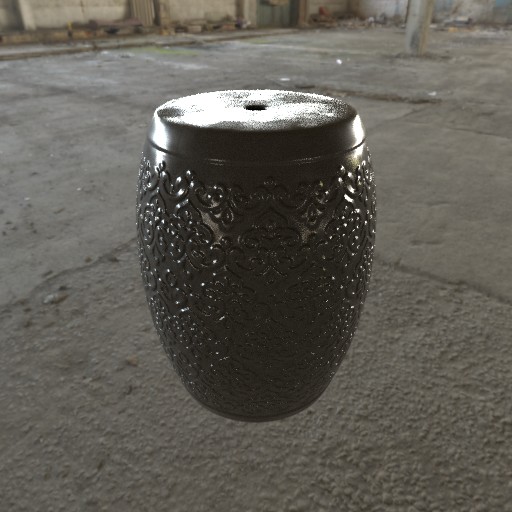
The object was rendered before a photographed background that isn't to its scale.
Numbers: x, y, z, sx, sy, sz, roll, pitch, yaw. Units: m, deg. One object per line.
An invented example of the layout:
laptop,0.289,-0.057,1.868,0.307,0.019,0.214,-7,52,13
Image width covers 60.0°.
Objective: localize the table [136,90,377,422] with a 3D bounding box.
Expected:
table,0.000,0.000,0.608,0.309,0.397,0.309,0,30,0
